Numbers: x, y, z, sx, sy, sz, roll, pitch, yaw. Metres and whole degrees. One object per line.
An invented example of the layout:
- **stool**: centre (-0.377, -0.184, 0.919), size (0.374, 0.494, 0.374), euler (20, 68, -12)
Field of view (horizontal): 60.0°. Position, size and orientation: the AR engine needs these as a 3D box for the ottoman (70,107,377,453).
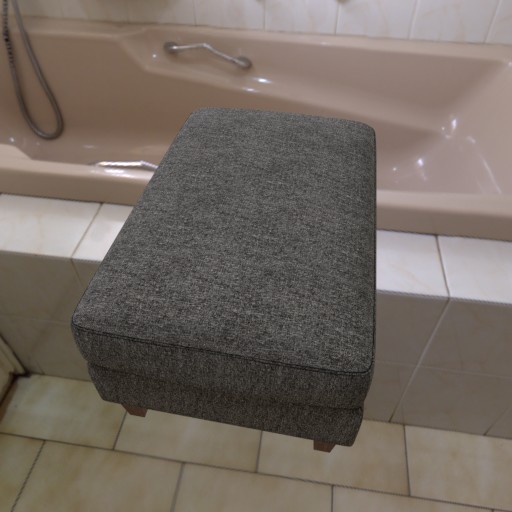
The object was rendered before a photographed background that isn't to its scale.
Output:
- **ottoman**: centre (0.000, 0.000, 1.188), size (0.584, 0.483, 0.864), euler (8, 46, 7)
